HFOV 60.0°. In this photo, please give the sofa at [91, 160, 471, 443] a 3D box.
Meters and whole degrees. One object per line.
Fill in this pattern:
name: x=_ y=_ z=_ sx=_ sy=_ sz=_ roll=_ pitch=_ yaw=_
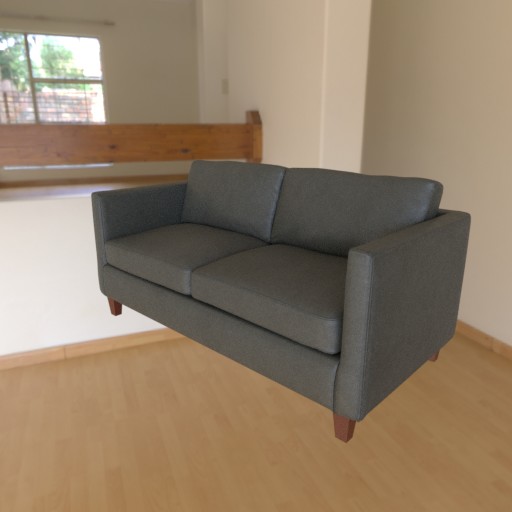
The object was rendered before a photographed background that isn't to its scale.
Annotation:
sofa: x=0.000 y=0.000 z=2.402 sx=1.883 sy=0.933 sz=0.951 roll=15 pitch=22 yaw=41
